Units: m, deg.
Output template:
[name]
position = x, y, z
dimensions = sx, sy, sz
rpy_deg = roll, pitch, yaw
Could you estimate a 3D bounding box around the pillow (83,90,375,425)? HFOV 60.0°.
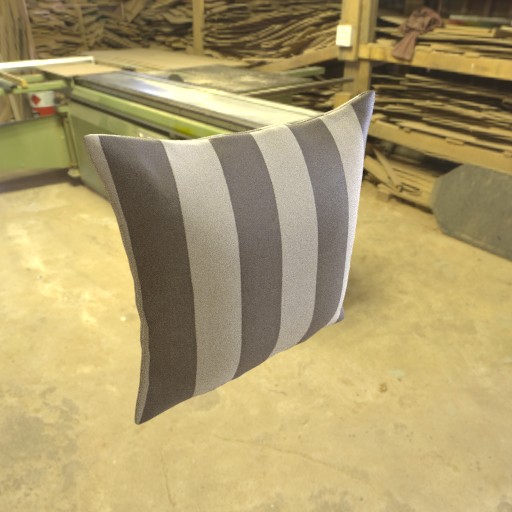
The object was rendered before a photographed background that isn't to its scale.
[pillow]
position = 0.000, 0.000, 0.783
dimensions = 0.522, 0.507, 0.192
rpy_deg = -20, 35, -31
